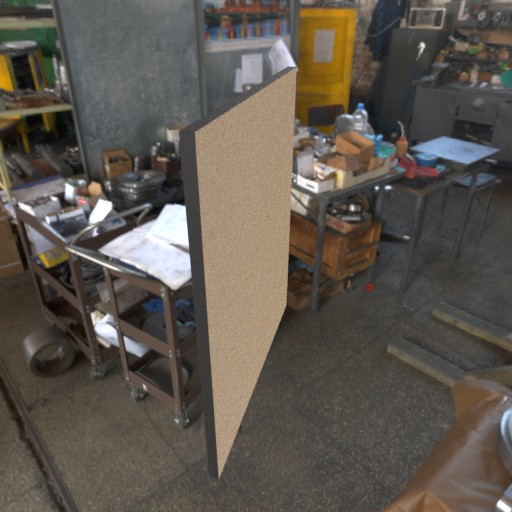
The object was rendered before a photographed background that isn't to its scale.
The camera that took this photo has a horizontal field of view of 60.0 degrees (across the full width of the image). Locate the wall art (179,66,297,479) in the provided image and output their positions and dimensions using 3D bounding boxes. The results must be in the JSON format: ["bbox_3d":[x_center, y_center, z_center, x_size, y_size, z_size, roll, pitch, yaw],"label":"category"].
[{"bbox_3d":[0.000,0.000,1.206,0.028,0.863,0.755,8,31,14],"label":"wall art"}]
